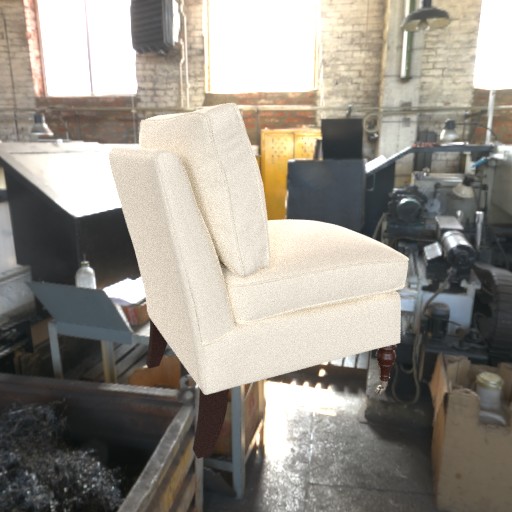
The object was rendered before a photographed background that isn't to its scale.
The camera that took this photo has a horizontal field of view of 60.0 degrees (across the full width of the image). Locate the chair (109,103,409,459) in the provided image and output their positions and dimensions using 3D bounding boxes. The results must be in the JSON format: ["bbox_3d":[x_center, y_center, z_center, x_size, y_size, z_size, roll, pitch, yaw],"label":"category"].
[{"bbox_3d":[0.000,0.000,1.431,0.781,0.887,0.630,-7,16,-26],"label":"chair"}]
